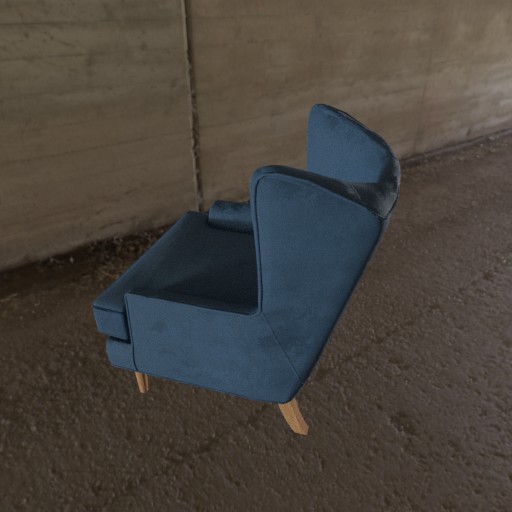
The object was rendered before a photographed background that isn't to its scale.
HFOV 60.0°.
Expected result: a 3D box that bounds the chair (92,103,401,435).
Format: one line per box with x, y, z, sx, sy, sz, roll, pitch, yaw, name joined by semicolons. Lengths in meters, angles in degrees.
0.000;0.000;1.623;0.910;0.952;0.793;9;32;15;chair
